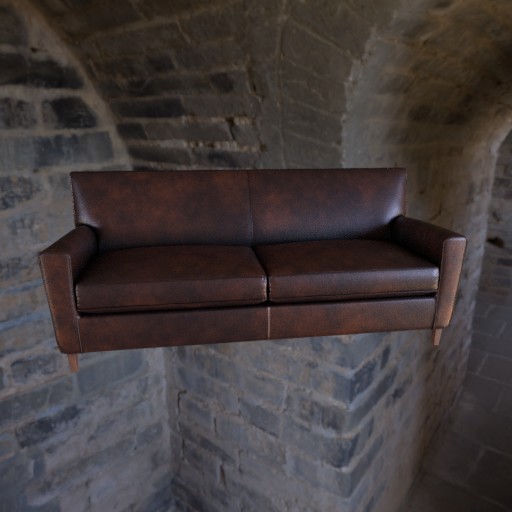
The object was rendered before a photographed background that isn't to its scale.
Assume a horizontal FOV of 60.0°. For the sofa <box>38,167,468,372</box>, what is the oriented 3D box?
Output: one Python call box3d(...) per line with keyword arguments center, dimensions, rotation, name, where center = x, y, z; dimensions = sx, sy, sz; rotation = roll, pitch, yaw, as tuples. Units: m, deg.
box3d(center=(0.000, 0.000, 2.396), dimensions=(1.995, 0.871, 0.786), rotation=(-2, 16, -8), name="sofa")
